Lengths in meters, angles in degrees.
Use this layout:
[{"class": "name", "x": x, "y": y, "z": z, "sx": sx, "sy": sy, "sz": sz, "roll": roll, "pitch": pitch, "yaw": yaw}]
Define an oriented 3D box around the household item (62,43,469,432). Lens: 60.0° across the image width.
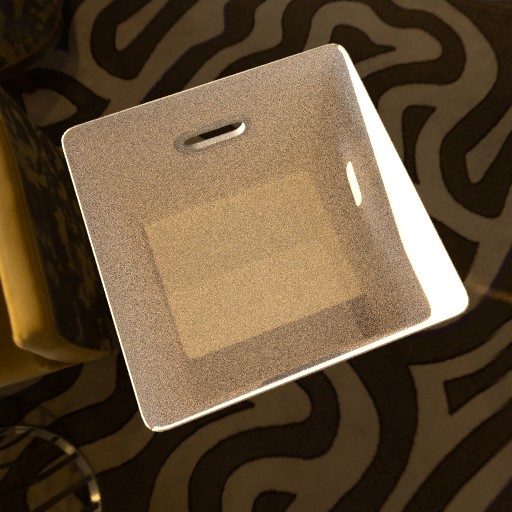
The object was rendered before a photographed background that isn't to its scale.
[{"class": "household item", "x": 0.000, "y": 0.000, "z": 0.560, "sx": 0.305, "sy": 0.305, "sz": 0.305, "roll": -20, "pitch": 77, "yaw": -5}]
